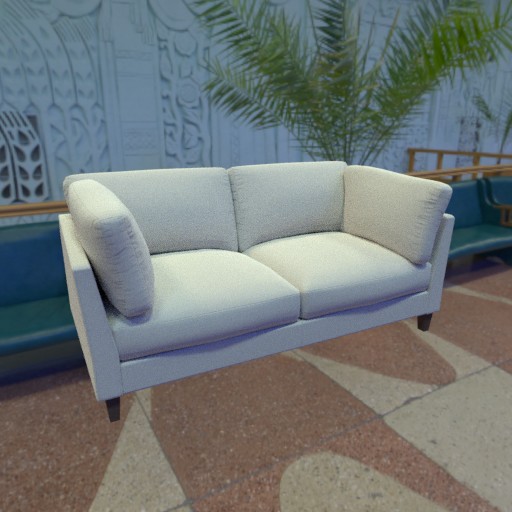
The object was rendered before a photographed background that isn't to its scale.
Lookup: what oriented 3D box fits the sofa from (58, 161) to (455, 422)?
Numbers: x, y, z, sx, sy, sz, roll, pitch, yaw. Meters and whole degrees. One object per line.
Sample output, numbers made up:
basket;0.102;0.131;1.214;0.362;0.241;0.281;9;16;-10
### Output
sofa;0.000;0.000;2.235;1.776;0.836;0.970;-9;19;-26
